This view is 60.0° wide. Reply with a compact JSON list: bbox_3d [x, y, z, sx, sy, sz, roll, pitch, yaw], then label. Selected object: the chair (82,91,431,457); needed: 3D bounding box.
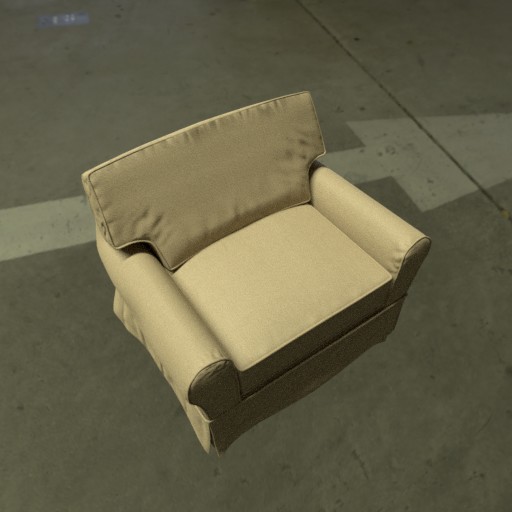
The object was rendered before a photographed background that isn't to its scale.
[{"bbox_3d":[0.000,0.000,1.808,1.096,0.937,0.903,-27,53,-22],"label":"chair"}]
